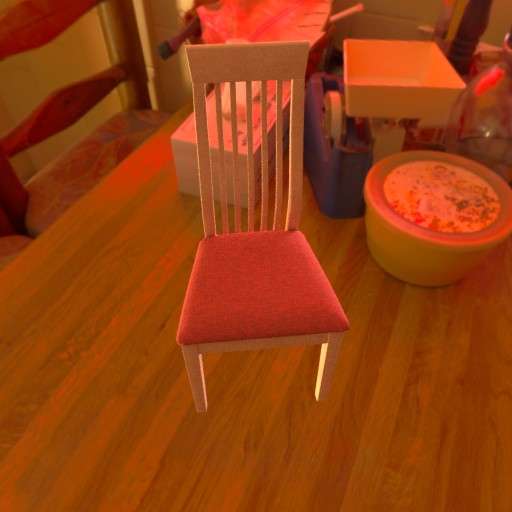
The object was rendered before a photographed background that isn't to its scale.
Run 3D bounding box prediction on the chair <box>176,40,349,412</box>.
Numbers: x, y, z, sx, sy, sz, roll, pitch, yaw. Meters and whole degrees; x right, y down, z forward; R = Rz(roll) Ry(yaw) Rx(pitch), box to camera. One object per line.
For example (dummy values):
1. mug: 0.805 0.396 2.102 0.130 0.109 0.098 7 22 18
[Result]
1. chair: 0.000 0.000 1.272 0.460 1.027 0.474 -4 48 -4
